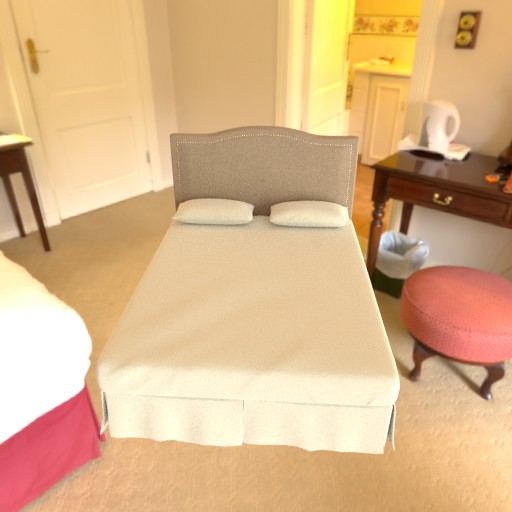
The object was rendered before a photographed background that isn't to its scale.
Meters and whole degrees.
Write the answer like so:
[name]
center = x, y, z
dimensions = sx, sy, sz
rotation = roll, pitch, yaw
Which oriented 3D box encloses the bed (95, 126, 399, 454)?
[bed]
center = 0.000, 0.000, 3.338
dimensions = 1.821, 1.436, 2.282
rotation = 2, 29, 3
